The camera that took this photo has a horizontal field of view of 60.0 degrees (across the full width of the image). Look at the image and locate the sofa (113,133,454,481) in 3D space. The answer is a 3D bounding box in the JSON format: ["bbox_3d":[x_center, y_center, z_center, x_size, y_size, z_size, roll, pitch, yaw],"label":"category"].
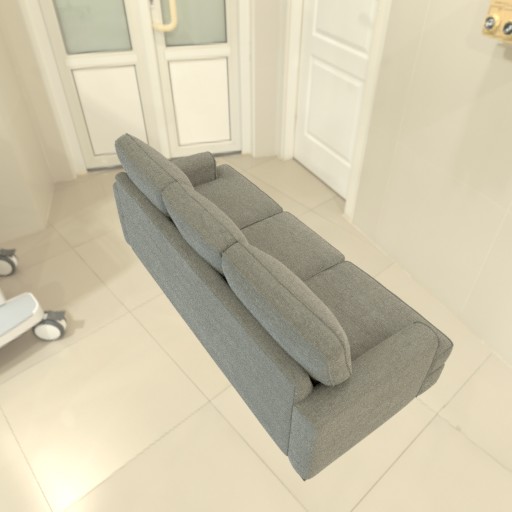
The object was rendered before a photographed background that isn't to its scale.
[{"bbox_3d":[0.000,0.000,2.617,0.951,0.965,2.158,-24,47,-25],"label":"sofa"}]
